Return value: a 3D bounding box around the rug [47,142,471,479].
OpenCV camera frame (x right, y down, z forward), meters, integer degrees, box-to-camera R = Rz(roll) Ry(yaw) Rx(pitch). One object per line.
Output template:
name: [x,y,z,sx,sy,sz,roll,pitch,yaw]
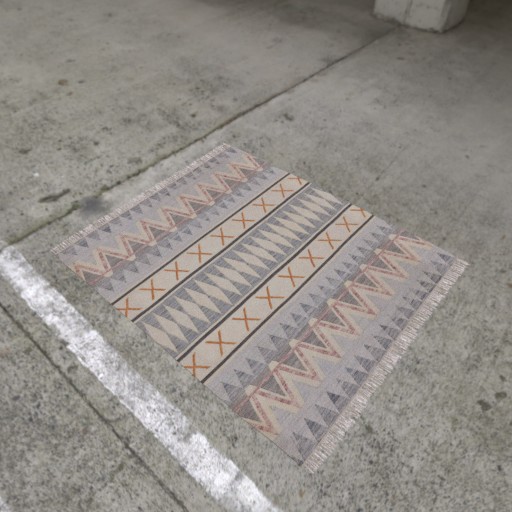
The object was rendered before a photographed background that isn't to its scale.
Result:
rug: [0.000,0.000,3.968,3.000,0.012,2.371,32,54,27]
